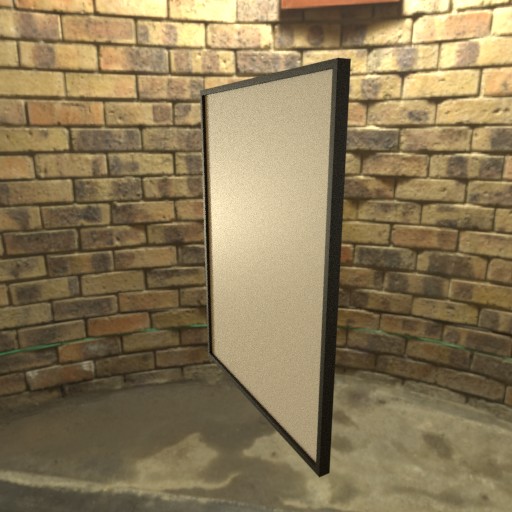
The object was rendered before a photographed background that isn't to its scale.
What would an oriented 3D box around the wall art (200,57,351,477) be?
[{"bbox_3d":[0.000,0.000,1.431,0.036,1.070,0.802,-8,17,-27],"label":"wall art"}]
